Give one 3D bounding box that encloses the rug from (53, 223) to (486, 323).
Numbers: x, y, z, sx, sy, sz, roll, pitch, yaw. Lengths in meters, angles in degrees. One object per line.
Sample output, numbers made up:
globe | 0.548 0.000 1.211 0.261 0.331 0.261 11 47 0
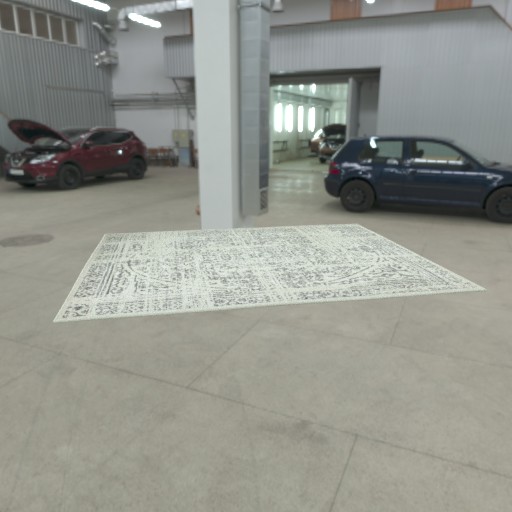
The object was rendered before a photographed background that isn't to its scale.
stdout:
rug | 0.000 0.000 3.980 2.921 0.032 2.311 -3 16 -10
